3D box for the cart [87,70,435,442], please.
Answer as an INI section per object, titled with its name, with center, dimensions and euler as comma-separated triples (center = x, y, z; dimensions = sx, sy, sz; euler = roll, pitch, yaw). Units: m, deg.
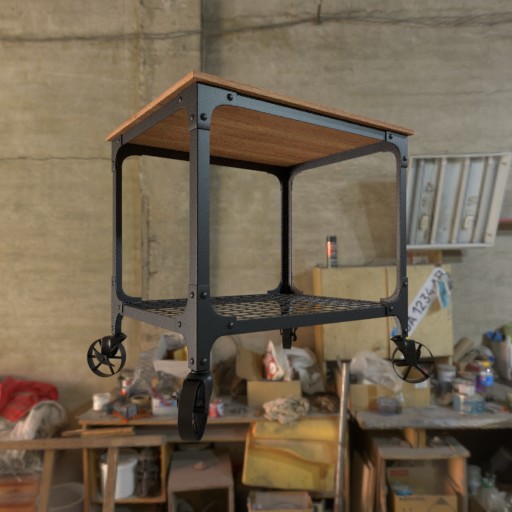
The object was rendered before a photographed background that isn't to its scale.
[cart]
center = 0.000, 0.000, 1.088
dimensions = 0.666, 0.603, 0.558
euler = 0, 0, -35
